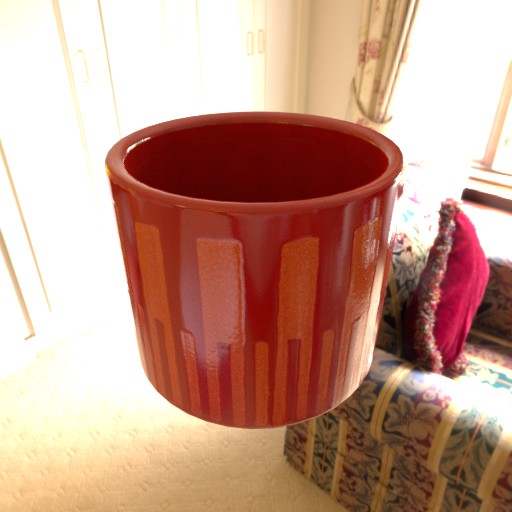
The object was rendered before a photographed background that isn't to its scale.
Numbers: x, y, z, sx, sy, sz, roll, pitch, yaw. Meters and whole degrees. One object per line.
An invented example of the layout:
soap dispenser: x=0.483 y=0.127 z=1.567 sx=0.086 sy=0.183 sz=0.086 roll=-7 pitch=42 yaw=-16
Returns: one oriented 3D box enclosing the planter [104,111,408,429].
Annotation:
planter: x=0.000 y=0.000 z=0.398 sx=0.230 sy=0.202 sz=0.230 roll=0 pitch=31 yaw=0
